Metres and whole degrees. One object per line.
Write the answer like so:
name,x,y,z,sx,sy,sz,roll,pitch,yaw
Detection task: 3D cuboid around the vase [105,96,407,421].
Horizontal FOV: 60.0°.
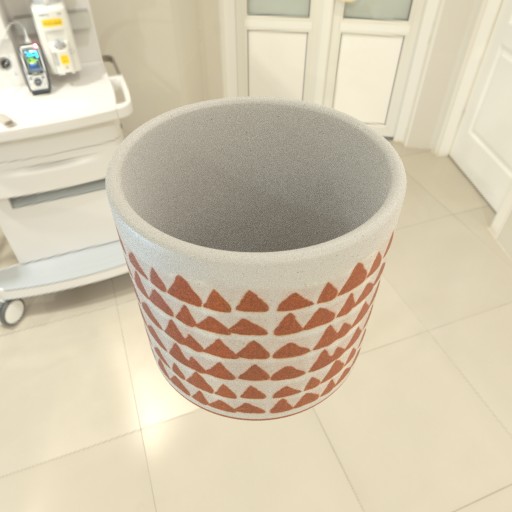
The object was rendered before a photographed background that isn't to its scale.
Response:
vase,0.000,0.000,0.249,0.137,0.127,0.137,0,44,0
